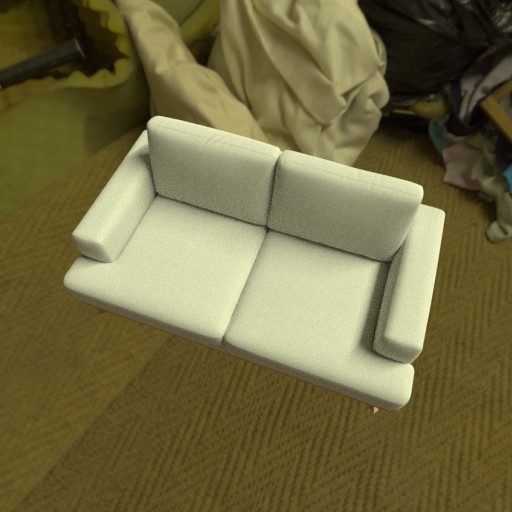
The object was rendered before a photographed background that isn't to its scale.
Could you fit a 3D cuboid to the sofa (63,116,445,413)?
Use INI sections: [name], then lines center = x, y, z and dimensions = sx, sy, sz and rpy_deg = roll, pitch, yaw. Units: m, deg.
[sofa]
center = 0.000, 0.000, 2.144
dimensions = 1.651, 0.810, 0.915
rpy_deg = 17, 61, 10
